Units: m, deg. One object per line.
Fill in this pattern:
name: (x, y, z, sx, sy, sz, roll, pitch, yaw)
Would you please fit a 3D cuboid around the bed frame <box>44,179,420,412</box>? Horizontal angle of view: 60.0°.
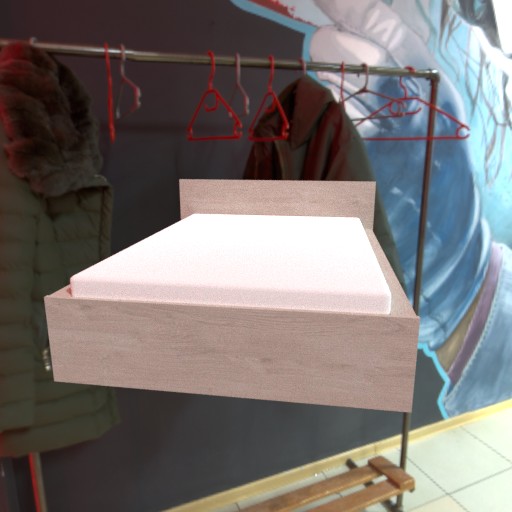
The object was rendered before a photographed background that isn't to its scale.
bed frame: (0.000, 0.000, 2.814, 1.622, 0.800, 1.960, 2, 14, 9)
